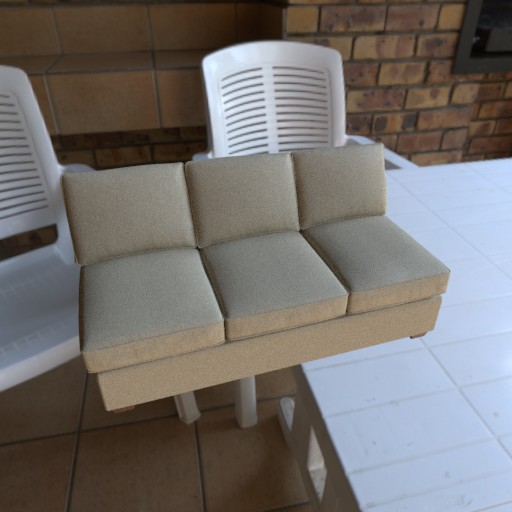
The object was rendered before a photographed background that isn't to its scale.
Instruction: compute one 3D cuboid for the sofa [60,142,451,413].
[{"bbox_3d":[0.000,0.000,2.553,1.962,0.973,1.027,-10,34,-15],"label":"sofa"}]
